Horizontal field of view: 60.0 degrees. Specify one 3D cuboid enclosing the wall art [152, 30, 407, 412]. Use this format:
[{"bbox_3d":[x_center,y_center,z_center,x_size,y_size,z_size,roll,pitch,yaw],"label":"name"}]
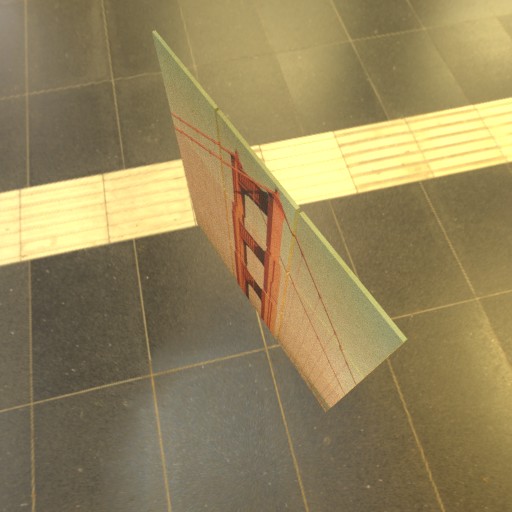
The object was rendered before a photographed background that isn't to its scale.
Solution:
[{"bbox_3d":[0.000,0.000,1.752,0.013,1.219,1.214,-30,68,-14],"label":"wall art"}]
